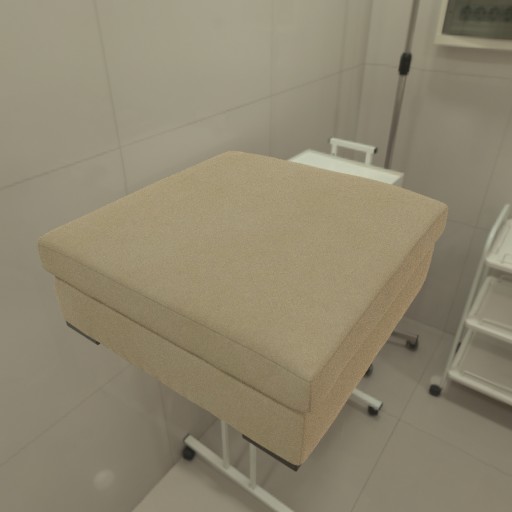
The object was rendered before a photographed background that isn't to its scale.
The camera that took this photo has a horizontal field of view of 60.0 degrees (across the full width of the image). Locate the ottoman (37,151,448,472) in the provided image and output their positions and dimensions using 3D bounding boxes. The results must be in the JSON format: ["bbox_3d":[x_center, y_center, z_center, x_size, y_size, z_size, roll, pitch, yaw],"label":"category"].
[{"bbox_3d":[0.000,0.000,1.833,1.190,0.522,1.205,21,38,29],"label":"ottoman"}]
